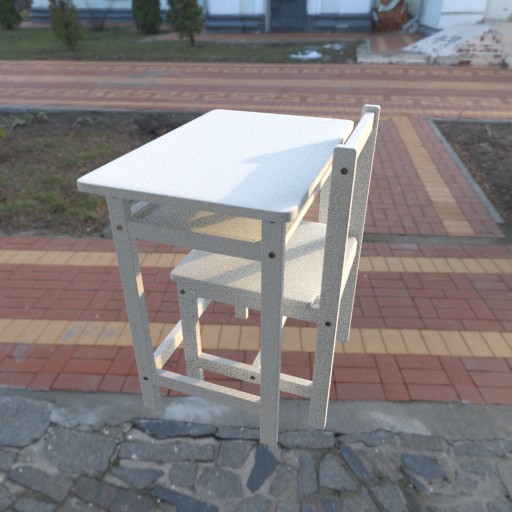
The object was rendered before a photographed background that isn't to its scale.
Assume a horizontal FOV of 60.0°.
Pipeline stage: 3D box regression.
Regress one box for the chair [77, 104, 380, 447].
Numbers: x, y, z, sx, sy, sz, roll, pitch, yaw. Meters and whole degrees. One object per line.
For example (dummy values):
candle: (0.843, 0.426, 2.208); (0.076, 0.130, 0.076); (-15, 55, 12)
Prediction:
chair: (0.000, 0.000, 1.077); (0.461, 0.673, 0.599); (10, 32, 17)
